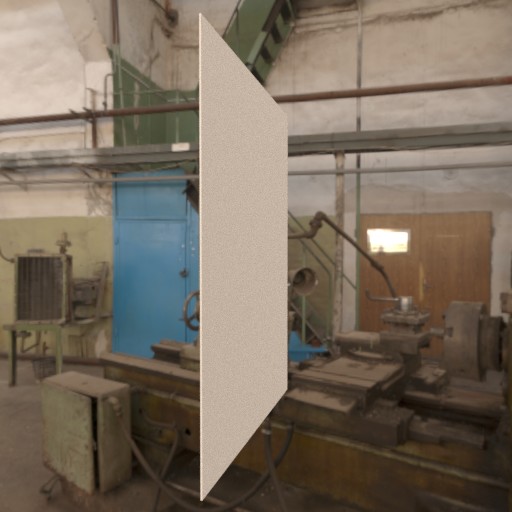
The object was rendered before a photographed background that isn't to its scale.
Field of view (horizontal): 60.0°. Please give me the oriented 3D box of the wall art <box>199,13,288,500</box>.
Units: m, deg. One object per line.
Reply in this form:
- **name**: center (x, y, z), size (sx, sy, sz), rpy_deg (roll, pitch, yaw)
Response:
- **wall art**: center (0.000, 0.000, 0.772), size (0.003, 0.610, 0.457), rpy_deg (0, 1, 18)
